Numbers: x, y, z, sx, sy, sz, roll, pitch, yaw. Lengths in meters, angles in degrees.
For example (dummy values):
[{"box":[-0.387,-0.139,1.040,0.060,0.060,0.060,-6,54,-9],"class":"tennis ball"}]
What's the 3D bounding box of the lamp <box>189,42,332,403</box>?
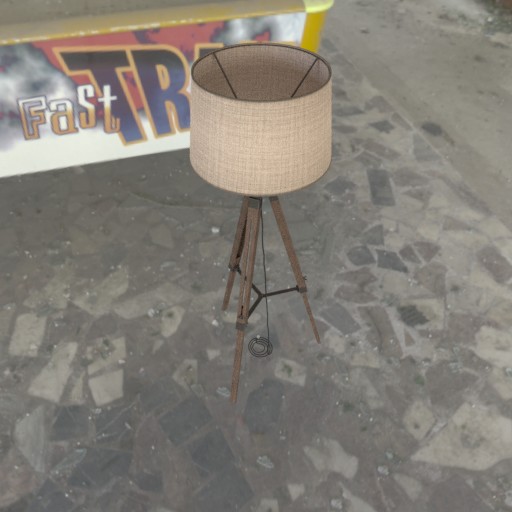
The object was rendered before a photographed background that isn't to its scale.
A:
[{"box":[0.000,0.000,1.837,0.604,1.510,0.587,16,47,15],"class":"lamp"}]
